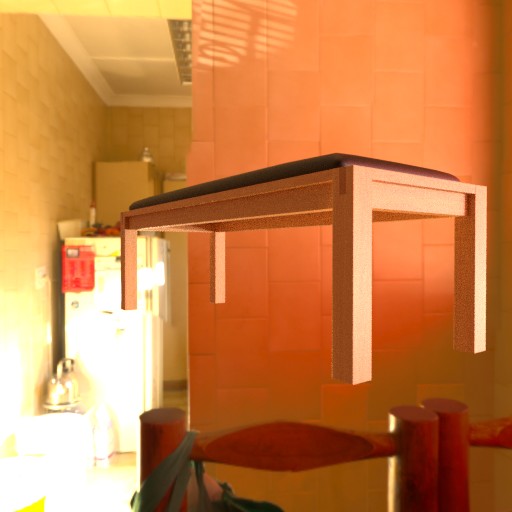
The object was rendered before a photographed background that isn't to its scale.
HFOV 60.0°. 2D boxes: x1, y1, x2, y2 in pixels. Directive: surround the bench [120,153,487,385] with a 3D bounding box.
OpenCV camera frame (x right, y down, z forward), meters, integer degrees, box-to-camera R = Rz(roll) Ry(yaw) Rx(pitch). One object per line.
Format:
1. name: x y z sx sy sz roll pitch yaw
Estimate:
1. bench: 0.000 0.000 1.383 0.450 0.430 1.202 -1 1 -36
